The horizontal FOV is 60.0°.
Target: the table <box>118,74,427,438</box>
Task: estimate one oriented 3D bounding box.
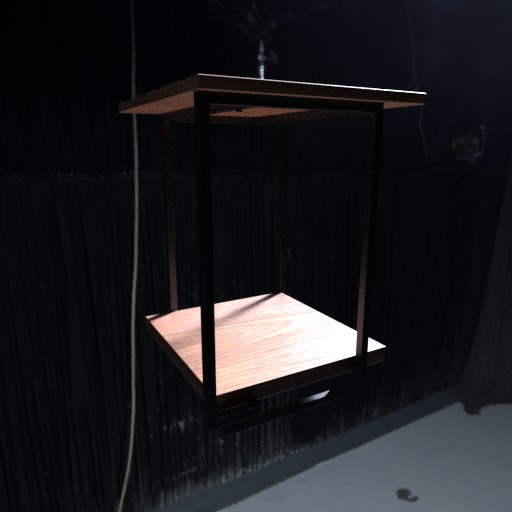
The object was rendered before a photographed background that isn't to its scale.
[{"bbox_3d":[0.000,0.000,0.844,0.384,0.567,0.411,-8,16,-28],"label":"table"}]
